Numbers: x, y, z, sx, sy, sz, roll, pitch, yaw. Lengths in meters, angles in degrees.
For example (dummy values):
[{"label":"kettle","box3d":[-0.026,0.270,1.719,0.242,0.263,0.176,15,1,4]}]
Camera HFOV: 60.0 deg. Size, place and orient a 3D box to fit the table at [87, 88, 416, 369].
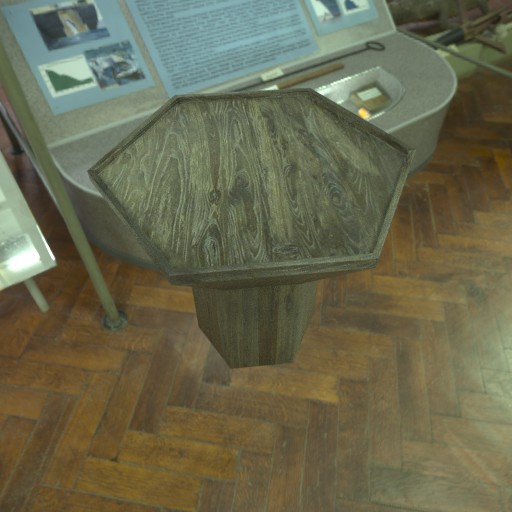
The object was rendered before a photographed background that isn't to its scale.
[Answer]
[{"label":"table","box3d":[0.000,0.000,1.132,0.592,0.586,0.683,18,50,16]}]
